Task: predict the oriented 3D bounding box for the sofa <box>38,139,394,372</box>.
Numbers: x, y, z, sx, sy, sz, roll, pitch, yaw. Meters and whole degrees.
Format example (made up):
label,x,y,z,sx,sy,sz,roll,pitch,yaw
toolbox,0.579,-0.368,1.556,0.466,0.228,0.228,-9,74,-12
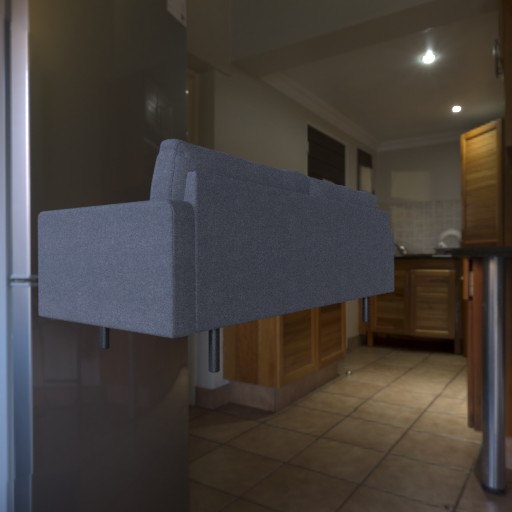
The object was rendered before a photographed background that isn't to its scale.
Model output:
label,x,y,z,sx,sy,sz,roll,pitch,yaw
sofa,0.000,0.000,2.517,0.880,0.880,2.100,0,1,36
